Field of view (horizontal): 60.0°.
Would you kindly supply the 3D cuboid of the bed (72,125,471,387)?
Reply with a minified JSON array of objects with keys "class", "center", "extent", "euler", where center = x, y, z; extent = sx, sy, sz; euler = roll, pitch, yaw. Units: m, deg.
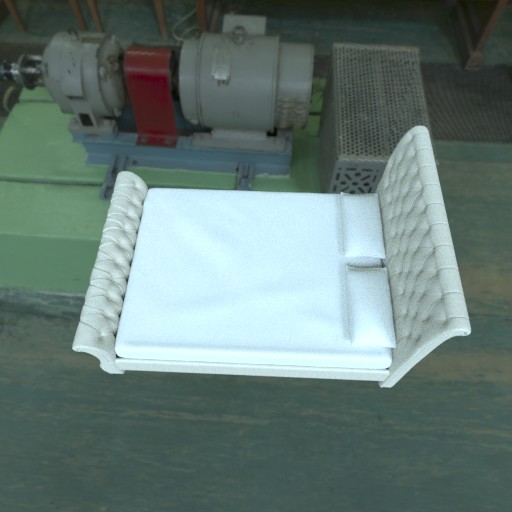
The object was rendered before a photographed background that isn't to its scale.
[{"class":"bed","center":[0.000,0.000,3.427],"extent":[2.493,1.268,1.606],"euler":[2,59,1]}]
